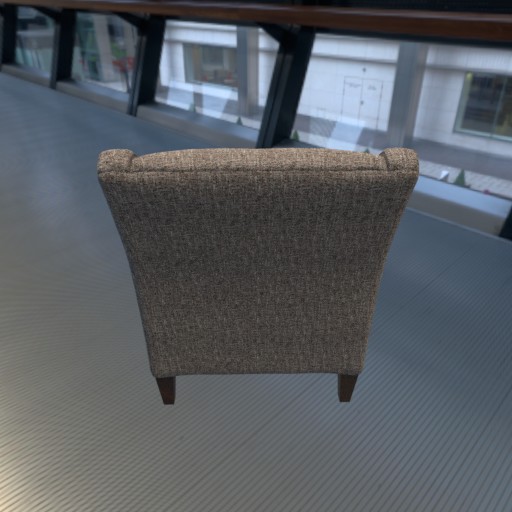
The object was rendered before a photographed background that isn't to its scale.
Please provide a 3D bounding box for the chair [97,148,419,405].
[{"bbox_3d":[0.000,0.000,1.619,0.774,1.014,0.870,-1,30,-1],"label":"chair"}]
